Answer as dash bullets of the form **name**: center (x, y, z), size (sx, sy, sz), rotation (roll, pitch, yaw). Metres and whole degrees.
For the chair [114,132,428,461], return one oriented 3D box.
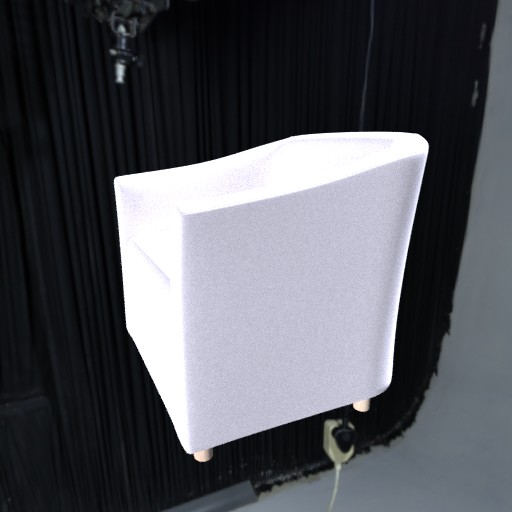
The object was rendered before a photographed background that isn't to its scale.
- **chair**: center (0.000, 0.000, 1.333), size (0.700, 0.720, 0.790), rotation (-7, 16, -24)
